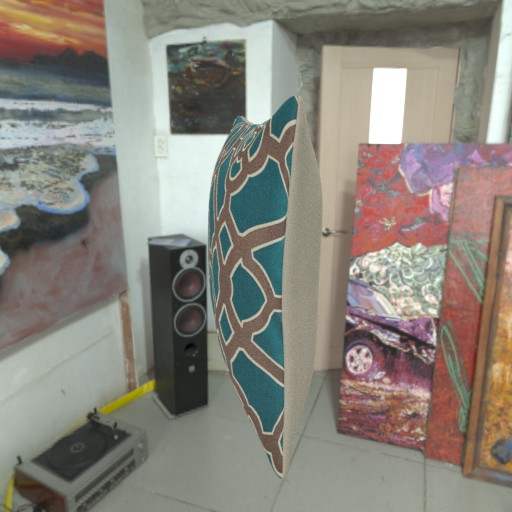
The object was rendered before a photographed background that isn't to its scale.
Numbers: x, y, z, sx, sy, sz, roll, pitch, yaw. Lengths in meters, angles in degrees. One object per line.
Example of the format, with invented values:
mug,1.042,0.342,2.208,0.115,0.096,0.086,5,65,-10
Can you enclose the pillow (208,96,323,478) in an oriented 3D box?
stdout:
pillow,0.000,0.000,0.803,0.166,0.507,0.526,-2,15,-9
